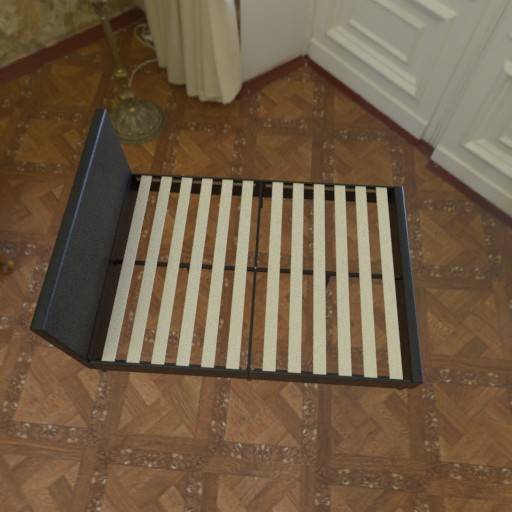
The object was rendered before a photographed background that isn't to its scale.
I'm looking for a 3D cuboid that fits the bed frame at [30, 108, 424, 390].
[{"bbox_3d":[0.000,0.000,2.938,2.152,1.046,1.469,3,63,2],"label":"bed frame"}]
